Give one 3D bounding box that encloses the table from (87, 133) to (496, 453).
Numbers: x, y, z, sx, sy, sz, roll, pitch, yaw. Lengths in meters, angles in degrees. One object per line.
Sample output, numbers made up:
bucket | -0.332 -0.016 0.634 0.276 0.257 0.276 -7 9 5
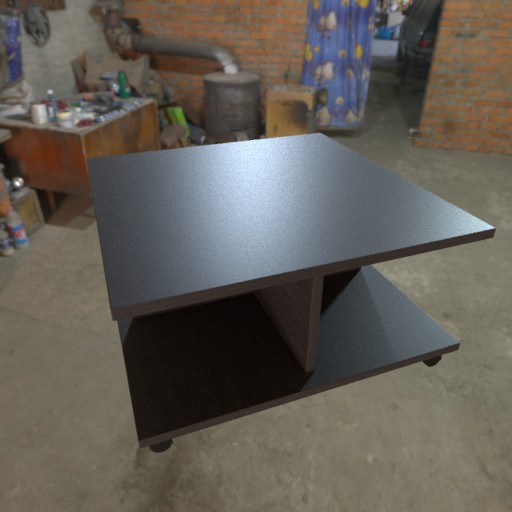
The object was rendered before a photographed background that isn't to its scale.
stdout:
table | 0.000 0.000 1.196 0.762 0.396 0.762 -11 33 -18
